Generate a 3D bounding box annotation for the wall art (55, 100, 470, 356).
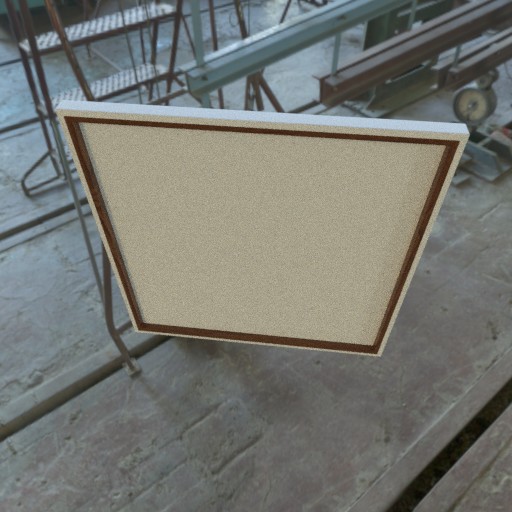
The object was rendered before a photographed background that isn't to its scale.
[{"bbox_3d":[0.000,0.000,1.092,0.757,0.757,0.037,5,47,4],"label":"wall art"}]
